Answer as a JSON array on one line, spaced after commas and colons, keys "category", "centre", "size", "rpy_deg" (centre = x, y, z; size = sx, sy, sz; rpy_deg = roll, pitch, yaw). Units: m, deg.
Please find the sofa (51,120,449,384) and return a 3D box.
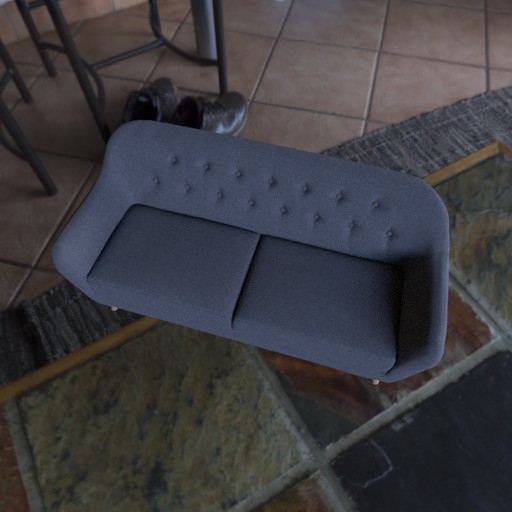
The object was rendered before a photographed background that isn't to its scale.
[{"category": "sofa", "centre": [0.000, 0.000, 2.281], "size": [1.840, 0.820, 0.820], "rpy_deg": [14, 58, 9]}]
